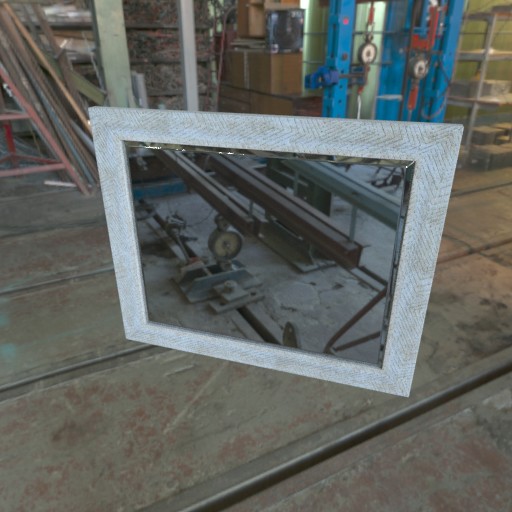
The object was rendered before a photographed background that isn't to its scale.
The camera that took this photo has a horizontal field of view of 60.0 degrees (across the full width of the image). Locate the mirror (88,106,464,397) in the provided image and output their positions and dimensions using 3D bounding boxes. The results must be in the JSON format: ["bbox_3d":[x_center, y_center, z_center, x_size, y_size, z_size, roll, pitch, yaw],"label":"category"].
[{"bbox_3d":[0.000,0.000,1.120,0.839,0.689,0.028,8,28,15],"label":"mirror"}]
